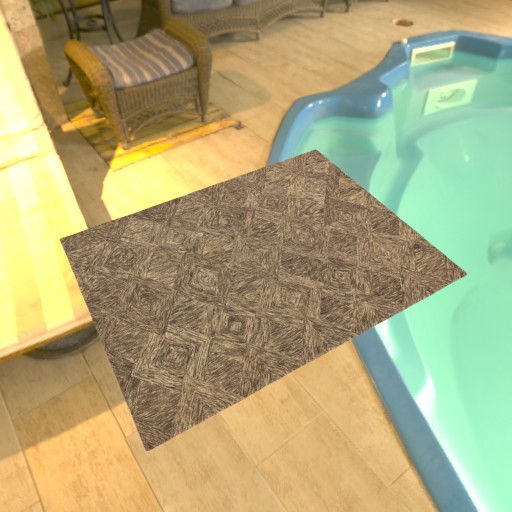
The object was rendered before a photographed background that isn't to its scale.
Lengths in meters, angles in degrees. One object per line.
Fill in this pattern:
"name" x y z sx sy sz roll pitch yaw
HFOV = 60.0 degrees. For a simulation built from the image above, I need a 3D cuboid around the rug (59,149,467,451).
"rug" 0.000 0.000 4.332 3.204 0.017 2.448 -23 51 -20
